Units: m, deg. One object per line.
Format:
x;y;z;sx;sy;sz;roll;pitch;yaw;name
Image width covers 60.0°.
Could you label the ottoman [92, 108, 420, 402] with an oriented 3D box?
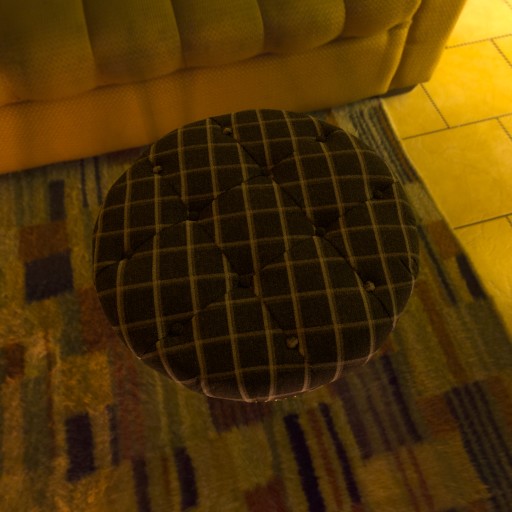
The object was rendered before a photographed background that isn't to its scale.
0.000;0.000;1.357;0.901;0.439;0.901;0;64;0;ottoman
